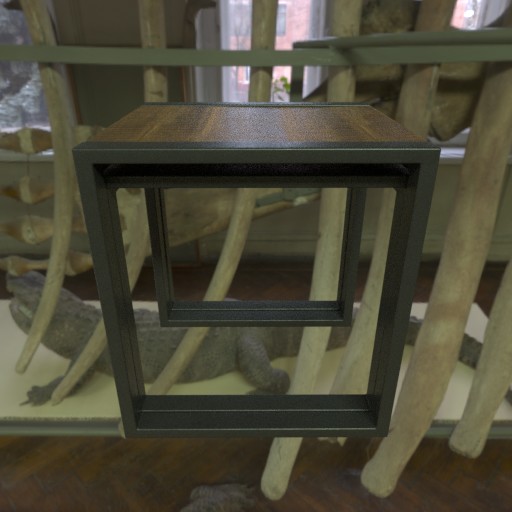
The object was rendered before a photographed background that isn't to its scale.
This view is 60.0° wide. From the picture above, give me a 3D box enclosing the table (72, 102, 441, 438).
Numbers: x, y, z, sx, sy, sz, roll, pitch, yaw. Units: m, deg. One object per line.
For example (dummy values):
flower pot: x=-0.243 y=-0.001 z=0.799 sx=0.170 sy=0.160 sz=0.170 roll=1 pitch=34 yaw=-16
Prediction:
table: x=0.000 y=0.000 z=0.919 sx=0.500 sy=0.550 sz=0.449 roll=0 pitch=27 yaw=0
